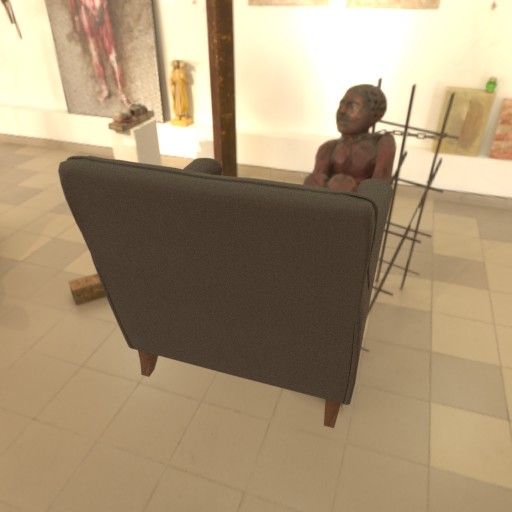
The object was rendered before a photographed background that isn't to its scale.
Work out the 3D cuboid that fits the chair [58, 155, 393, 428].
[{"bbox_3d":[0.000,0.000,1.558,0.836,0.911,0.831,10,35,15],"label":"chair"}]
